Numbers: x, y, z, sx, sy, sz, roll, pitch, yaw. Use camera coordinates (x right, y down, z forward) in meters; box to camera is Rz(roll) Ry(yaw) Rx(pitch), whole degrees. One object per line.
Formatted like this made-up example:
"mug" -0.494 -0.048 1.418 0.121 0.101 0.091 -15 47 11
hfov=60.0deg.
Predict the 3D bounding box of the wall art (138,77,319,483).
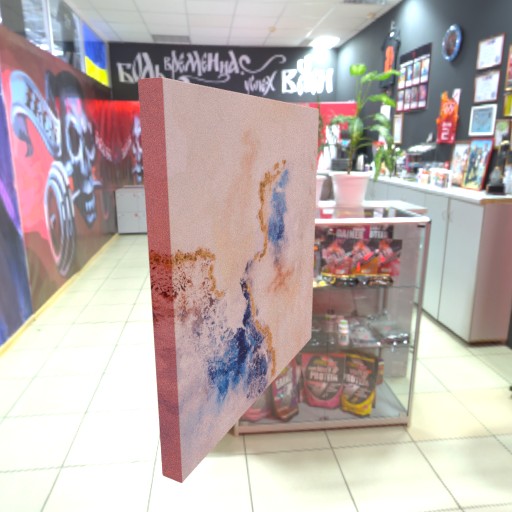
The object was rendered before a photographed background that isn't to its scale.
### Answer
"wall art" 0.000 0.000 1.578 0.071 1.061 1.061 7 16 26
